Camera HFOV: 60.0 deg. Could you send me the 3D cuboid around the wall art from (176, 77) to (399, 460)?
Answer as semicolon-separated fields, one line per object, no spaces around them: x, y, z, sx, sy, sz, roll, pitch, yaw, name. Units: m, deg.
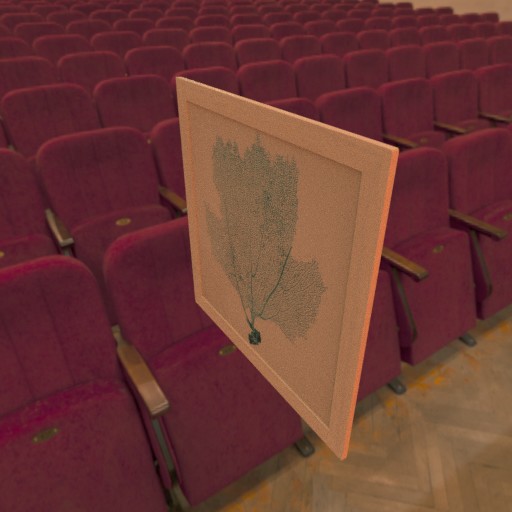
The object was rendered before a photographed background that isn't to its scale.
0.000;0.000;0.873;0.013;0.584;0.584;-19;36;-28;wall art
